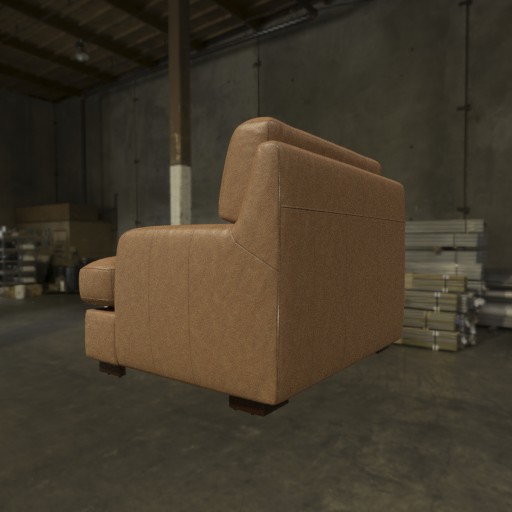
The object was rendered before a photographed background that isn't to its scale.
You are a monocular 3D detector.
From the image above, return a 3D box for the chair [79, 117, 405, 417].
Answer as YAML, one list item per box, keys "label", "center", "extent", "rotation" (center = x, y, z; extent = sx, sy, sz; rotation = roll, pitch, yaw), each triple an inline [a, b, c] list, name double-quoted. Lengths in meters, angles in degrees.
- label: "chair"
  center: [0.000, 0.000, 2.074]
  extent: [1.050, 0.978, 1.276]
  rotation: [1, 2, 36]
